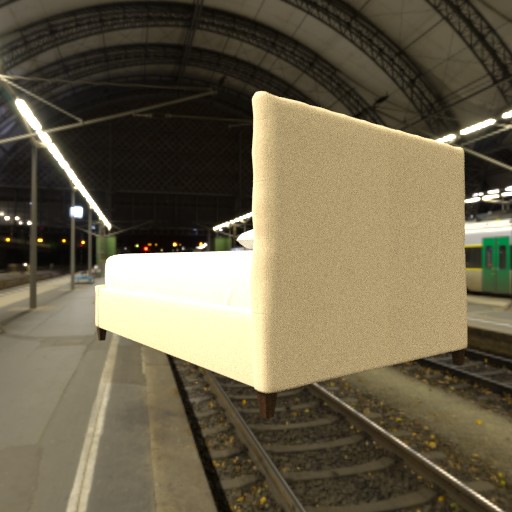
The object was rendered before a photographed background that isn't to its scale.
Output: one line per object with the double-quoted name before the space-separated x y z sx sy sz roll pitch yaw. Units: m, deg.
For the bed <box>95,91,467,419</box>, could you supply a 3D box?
"bed" 0.000 0.000 3.341 1.698 1.427 2.387 0 -1 -37
